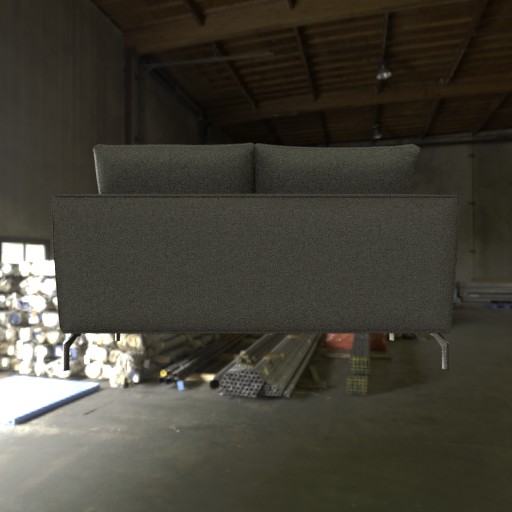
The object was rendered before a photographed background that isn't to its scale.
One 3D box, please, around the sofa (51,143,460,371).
[{"bbox_3d":[0.000,0.000,2.100,1.594,0.924,0.803,0,-1,0],"label":"sofa"}]
